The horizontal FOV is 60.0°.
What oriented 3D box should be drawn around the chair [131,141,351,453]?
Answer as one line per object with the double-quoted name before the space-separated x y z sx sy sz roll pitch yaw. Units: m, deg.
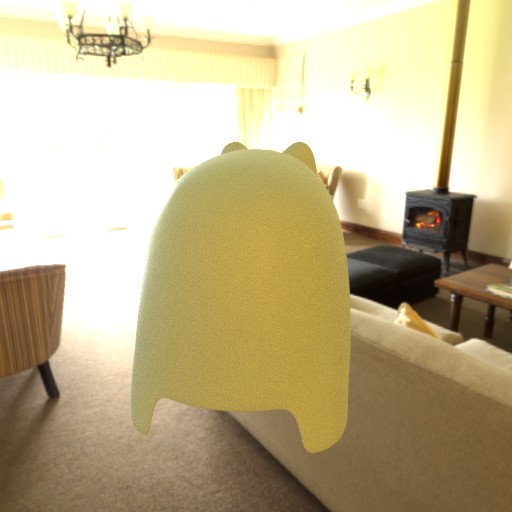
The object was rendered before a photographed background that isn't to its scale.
"chair" 0.000 0.000 0.855 0.364 0.423 0.619 2 16 9
